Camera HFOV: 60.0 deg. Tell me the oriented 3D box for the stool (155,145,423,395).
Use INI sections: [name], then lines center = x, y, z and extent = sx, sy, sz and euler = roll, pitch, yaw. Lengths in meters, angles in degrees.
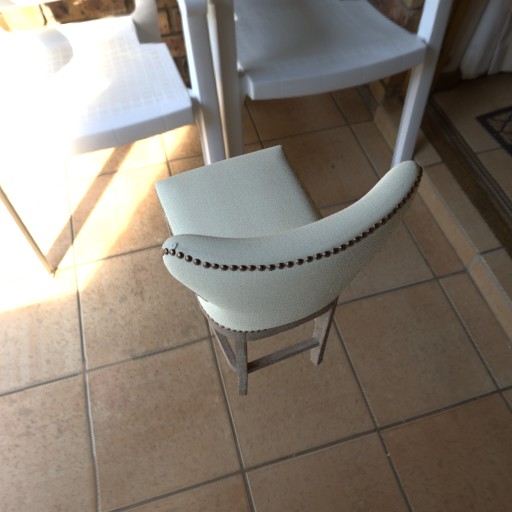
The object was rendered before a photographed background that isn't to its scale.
[stool]
center = 0.000, 0.000, 1.265
extent = 0.498, 0.981, 0.608
euler = -19, 61, -11
